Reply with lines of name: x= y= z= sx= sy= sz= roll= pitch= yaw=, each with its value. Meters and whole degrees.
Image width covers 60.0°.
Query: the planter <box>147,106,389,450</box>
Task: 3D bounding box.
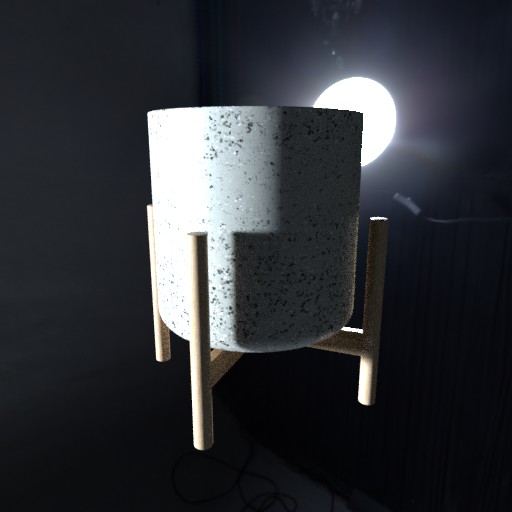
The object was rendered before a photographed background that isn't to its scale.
planter: x=0.000 y=0.000 z=0.688 sx=0.360 sy=0.419 sz=0.360 roll=14 pitch=20 yaw=43
